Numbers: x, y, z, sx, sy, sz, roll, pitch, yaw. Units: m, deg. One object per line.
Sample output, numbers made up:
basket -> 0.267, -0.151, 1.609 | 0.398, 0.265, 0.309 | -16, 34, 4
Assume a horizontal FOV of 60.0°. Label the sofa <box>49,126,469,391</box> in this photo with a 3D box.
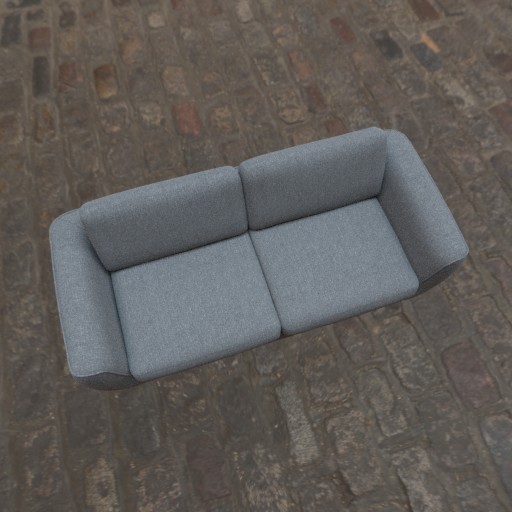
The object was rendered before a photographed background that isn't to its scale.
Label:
sofa -> 0.000, 0.000, 2.387 | 2.000, 0.870, 0.920 | -16, 67, -7
